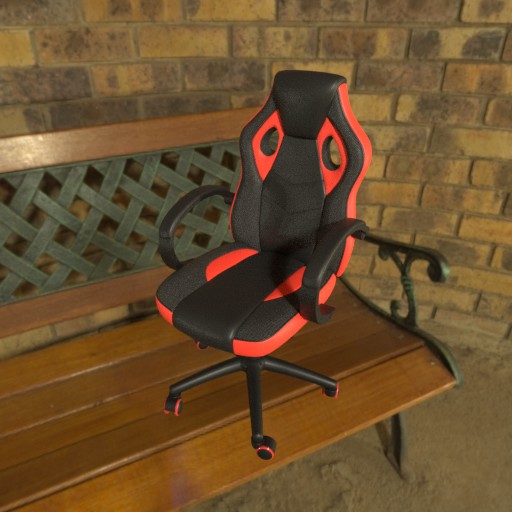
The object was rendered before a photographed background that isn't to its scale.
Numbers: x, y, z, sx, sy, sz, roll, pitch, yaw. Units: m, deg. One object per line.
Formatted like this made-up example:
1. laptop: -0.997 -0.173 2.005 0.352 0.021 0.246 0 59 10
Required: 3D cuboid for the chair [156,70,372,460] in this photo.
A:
1. chair: 0.000 0.000 1.377 0.600 1.016 0.642 18 34 28
